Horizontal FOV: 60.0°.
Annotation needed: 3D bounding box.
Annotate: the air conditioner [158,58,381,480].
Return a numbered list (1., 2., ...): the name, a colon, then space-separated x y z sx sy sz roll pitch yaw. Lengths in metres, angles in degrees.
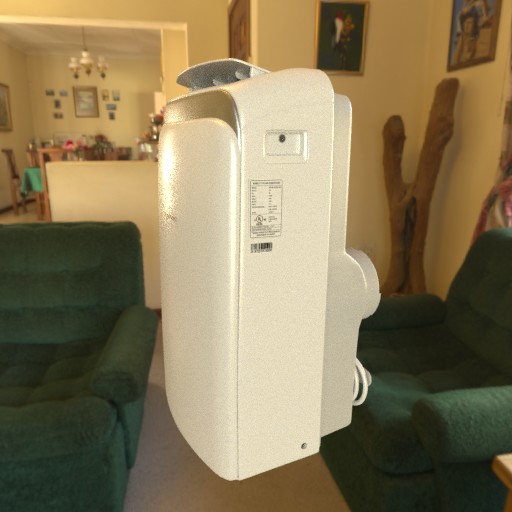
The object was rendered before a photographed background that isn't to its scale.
1. air conditioner: 0.000 0.000 1.017 0.414 0.786 0.449 -7 16 -25
